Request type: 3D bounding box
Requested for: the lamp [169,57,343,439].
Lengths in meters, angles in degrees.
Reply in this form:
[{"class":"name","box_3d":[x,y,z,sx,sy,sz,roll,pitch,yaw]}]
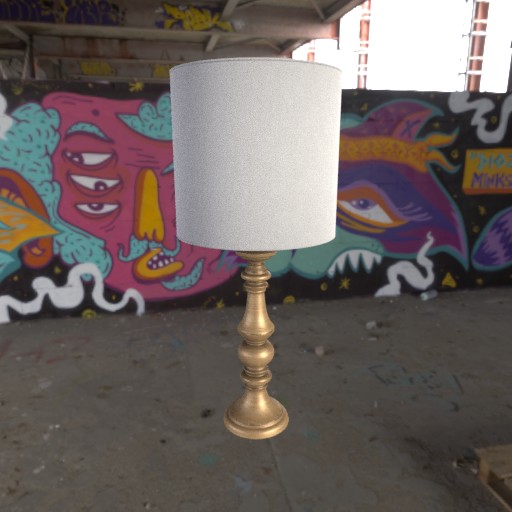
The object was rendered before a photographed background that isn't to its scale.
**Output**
[{"class":"lamp","box_3d":[0.000,0.000,0.718,0.250,0.597,0.250,2,14,8]}]
